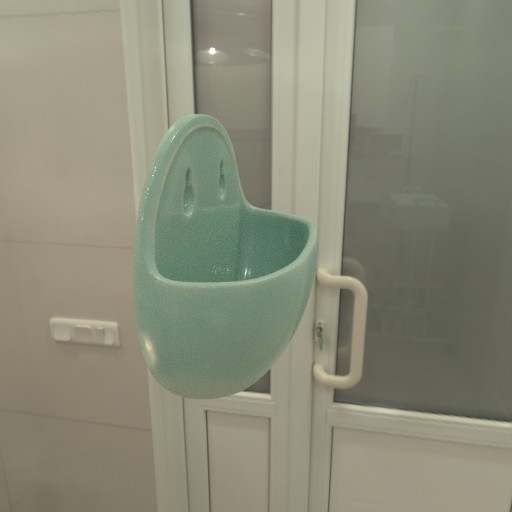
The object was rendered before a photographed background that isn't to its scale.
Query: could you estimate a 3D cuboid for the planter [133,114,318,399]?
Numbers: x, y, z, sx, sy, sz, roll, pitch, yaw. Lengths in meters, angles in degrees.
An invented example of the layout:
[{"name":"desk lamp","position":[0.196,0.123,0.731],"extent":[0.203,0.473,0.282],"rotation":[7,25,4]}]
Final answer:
[{"name":"planter","position":[0.000,0.000,0.268],"extent":[0.073,0.164,0.189],"rotation":[3,16,11]}]
